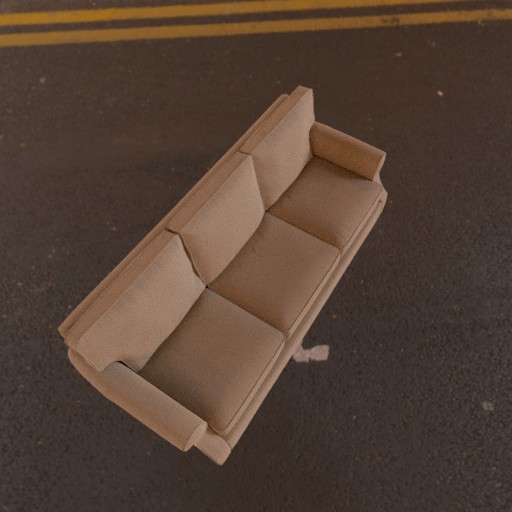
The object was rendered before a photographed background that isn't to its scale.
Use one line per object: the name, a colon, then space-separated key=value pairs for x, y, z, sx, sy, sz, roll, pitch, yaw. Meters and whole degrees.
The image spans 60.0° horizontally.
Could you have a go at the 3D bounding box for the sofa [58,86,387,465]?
sofa: x=0.000 y=0.000 z=2.815 sx=0.966 sy=0.948 sz=2.354 roll=29 pitch=62 yaw=17
